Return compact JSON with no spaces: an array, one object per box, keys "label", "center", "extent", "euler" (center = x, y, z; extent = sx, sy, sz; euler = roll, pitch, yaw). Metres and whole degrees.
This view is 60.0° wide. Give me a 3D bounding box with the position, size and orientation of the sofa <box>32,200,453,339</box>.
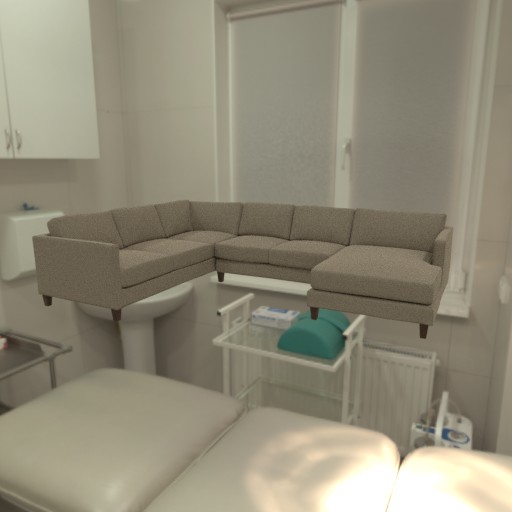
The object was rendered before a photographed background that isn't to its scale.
[{"label":"sofa","center":[0.000,0.000,4.422],"extent":[3.438,0.865,2.424],"euler":[6,14,27]}]
